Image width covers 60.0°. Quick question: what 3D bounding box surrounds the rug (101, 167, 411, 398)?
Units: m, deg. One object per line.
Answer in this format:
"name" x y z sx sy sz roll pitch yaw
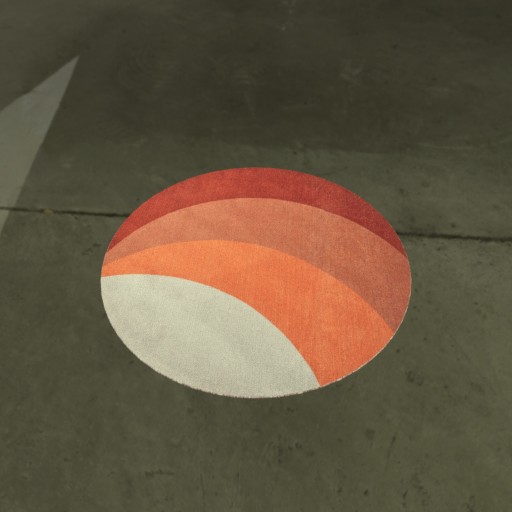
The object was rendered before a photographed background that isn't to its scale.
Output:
"rug" 0.000 0.000 2.225 1.514 0.015 1.514 0 46 0
